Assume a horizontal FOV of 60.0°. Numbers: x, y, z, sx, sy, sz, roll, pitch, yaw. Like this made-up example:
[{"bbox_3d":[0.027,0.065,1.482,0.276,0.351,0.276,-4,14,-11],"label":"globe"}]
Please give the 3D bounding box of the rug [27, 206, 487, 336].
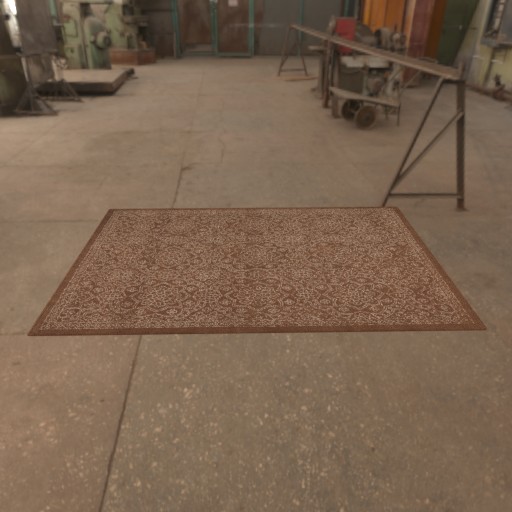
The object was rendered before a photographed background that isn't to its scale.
[{"bbox_3d":[0.000,0.000,2.284,1.829,0.010,1.219,-1,30,-1],"label":"rug"}]
